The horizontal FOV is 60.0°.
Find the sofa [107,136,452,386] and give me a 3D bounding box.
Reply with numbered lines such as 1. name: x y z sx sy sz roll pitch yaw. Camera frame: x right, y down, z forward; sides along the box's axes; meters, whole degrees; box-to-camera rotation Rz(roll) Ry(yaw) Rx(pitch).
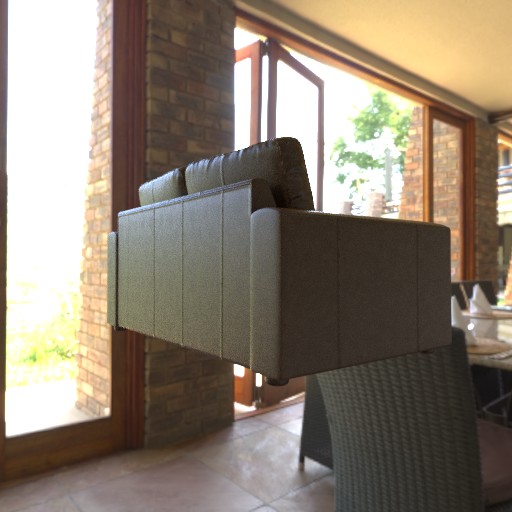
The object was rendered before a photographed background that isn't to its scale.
1. sofa: 0.000 0.000 2.295 1.016 0.873 1.616 1 -1 -37
